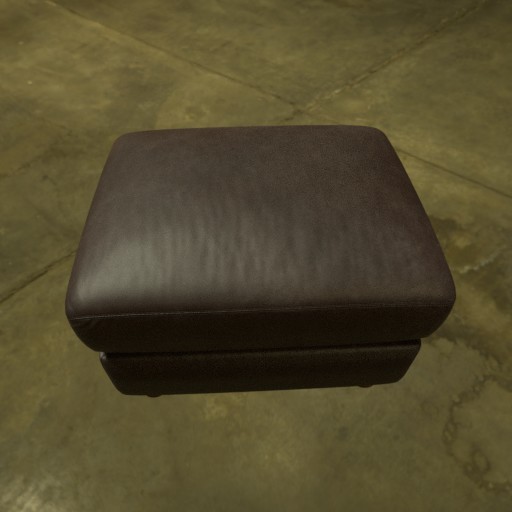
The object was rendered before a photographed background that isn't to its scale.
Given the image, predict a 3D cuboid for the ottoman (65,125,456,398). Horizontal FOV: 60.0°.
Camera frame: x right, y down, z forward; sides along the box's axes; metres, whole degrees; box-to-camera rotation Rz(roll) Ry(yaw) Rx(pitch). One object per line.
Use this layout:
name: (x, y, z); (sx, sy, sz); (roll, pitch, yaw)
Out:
ottoman: (0.000, 0.000, 1.229); (0.806, 0.569, 0.670); (-2, 46, -2)
